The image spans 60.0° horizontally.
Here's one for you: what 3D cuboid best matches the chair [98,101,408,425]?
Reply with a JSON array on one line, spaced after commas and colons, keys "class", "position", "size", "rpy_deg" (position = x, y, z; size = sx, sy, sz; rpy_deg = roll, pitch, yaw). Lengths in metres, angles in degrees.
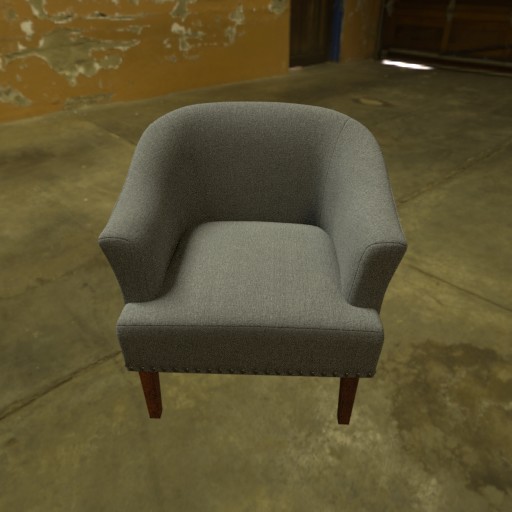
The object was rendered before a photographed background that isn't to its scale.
[{"class": "chair", "position": [0.000, 0.000, 1.422], "size": [0.798, 0.815, 0.704], "rpy_deg": [1, 31, 2]}]
